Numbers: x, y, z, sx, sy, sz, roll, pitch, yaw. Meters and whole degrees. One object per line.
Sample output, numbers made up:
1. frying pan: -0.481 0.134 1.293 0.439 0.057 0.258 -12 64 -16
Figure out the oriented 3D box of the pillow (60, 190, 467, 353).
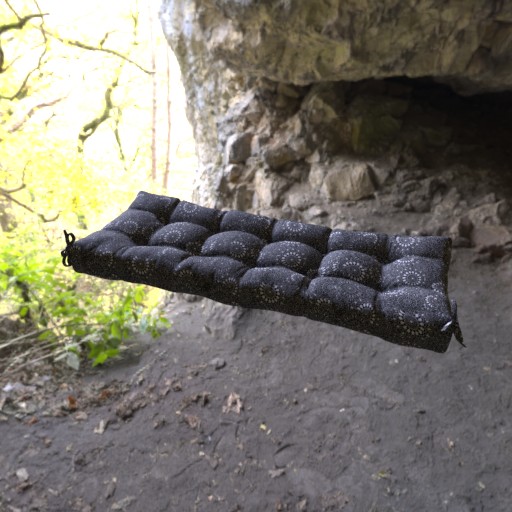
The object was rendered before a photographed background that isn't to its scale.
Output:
1. pillow: 0.000 0.000 1.362 1.194 0.174 0.511 10 33 16
